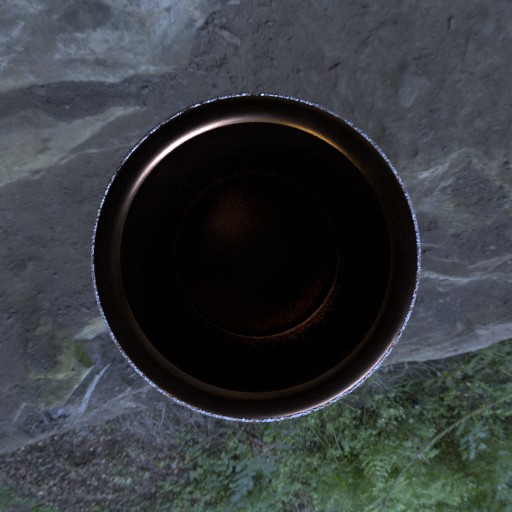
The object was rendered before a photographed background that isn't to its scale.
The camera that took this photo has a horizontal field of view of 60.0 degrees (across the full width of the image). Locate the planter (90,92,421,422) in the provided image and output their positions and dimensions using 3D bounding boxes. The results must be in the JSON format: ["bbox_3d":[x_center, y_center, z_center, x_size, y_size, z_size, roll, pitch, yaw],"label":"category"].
[{"bbox_3d":[0.000,0.000,0.190,0.109,0.096,0.109,0,91,0],"label":"planter"}]
